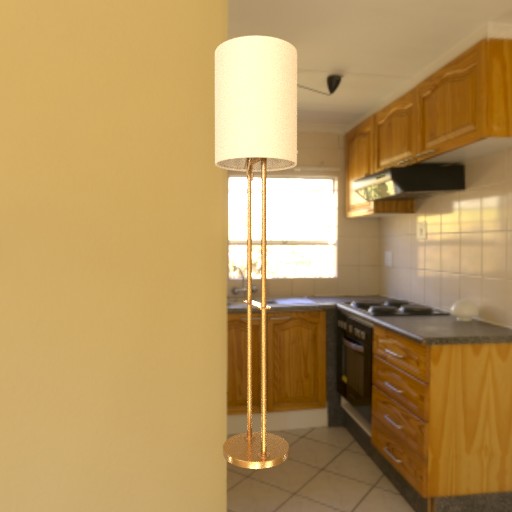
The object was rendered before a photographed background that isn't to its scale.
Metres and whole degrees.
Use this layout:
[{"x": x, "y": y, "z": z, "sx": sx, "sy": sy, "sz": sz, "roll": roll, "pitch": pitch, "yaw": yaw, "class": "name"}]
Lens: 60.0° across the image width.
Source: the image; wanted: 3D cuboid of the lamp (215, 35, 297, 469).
[{"x": 0.000, "y": 0.000, "z": 1.671, "sx": 0.305, "sy": 1.500, "sz": 0.306, "roll": -1, "pitch": 2, "yaw": -19, "class": "lamp"}]
